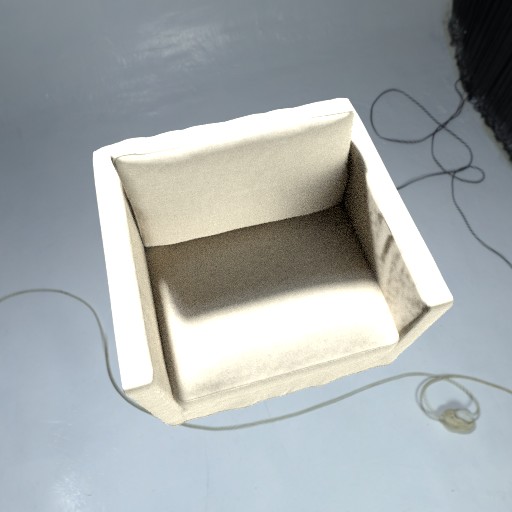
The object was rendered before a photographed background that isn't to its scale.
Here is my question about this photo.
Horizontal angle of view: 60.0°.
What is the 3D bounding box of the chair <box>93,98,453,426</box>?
[{"bbox_3d":[0.000,0.000,1.734,1.057,0.867,0.949,-14,63,-7],"label":"chair"}]
